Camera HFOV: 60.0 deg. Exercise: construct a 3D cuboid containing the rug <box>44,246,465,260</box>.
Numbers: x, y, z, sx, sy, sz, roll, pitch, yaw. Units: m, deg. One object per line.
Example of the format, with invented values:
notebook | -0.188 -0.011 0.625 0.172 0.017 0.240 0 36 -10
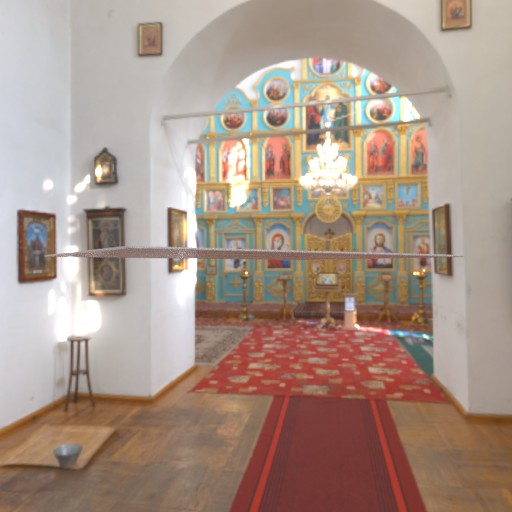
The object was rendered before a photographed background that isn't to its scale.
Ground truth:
rug | 0.000 0.000 2.853 2.232 0.011 1.555 1 -2 -35
